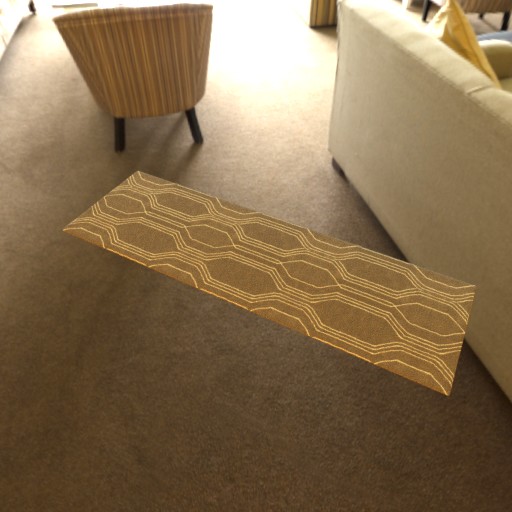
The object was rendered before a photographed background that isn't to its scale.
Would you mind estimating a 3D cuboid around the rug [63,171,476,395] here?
[{"bbox_3d":[0.000,0.000,2.722,2.464,0.012,0.773,21,48,20],"label":"rug"}]
